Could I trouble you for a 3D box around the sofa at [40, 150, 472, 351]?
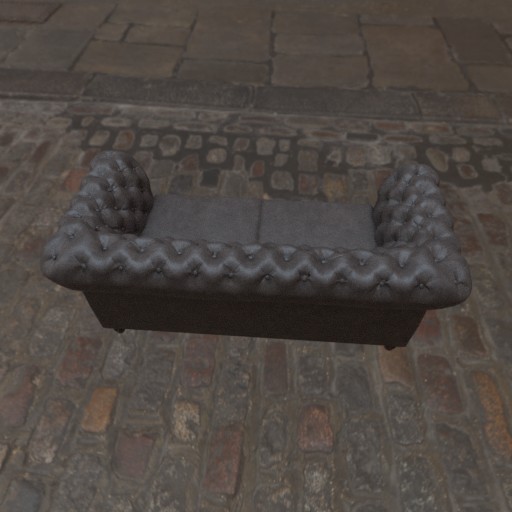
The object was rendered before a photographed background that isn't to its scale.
[{"bbox_3d":[0.000,0.000,2.515,2.048,0.779,0.944,3,47,3],"label":"sofa"}]
